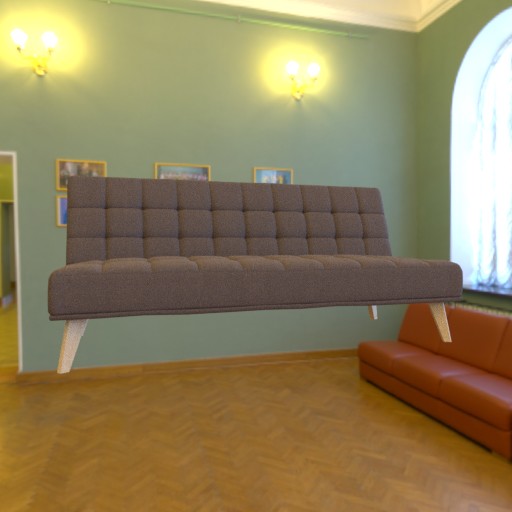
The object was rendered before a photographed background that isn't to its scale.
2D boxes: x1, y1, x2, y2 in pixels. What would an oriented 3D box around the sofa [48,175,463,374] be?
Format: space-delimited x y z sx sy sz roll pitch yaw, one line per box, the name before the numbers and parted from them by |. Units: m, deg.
sofa | 0.000 0.000 2.214 1.800 0.810 0.860 -1 2 -17
